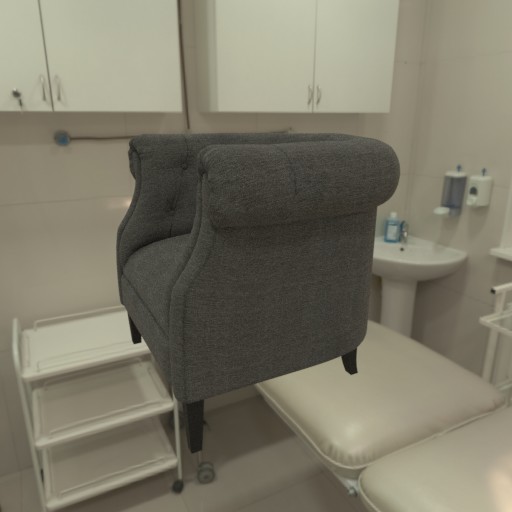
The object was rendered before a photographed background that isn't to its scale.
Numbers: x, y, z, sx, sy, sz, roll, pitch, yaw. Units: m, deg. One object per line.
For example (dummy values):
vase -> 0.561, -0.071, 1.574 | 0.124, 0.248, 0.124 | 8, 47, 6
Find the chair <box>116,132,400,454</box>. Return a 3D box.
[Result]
chair -> 0.000, 0.000, 1.570 | 0.852, 0.827, 0.905 | -9, 20, -26
